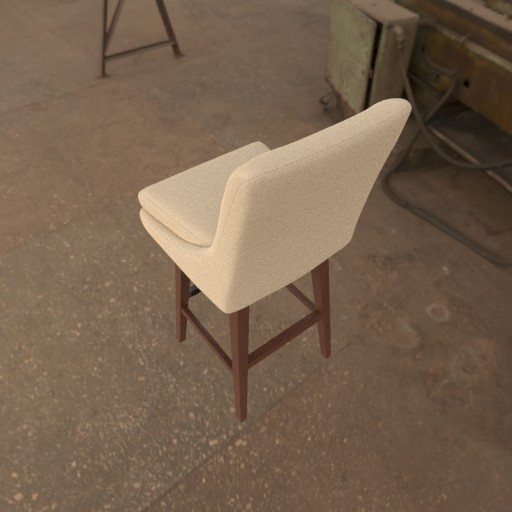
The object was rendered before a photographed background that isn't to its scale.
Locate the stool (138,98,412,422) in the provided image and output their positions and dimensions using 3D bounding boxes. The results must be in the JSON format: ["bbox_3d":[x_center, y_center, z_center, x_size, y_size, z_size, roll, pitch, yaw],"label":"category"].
[{"bbox_3d":[0.000,0.000,1.357,0.483,1.093,0.559,-29,53,-25],"label":"stool"}]
